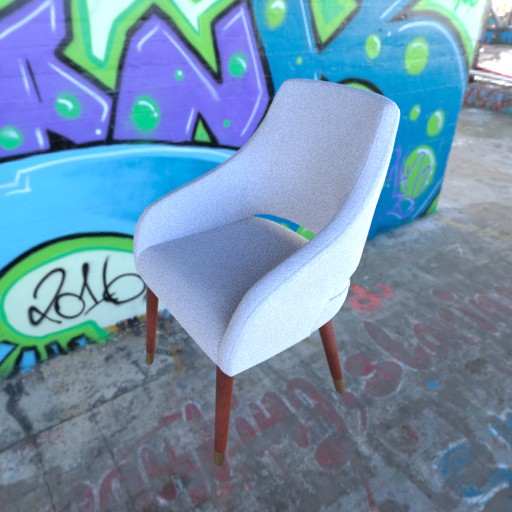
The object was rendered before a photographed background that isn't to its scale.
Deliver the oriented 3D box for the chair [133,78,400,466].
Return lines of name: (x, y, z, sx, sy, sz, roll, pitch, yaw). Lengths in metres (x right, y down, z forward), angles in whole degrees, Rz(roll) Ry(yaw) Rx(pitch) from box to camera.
chair: (0.000, 0.000, 1.293, 0.600, 0.889, 0.609, -20, 36, -29)
